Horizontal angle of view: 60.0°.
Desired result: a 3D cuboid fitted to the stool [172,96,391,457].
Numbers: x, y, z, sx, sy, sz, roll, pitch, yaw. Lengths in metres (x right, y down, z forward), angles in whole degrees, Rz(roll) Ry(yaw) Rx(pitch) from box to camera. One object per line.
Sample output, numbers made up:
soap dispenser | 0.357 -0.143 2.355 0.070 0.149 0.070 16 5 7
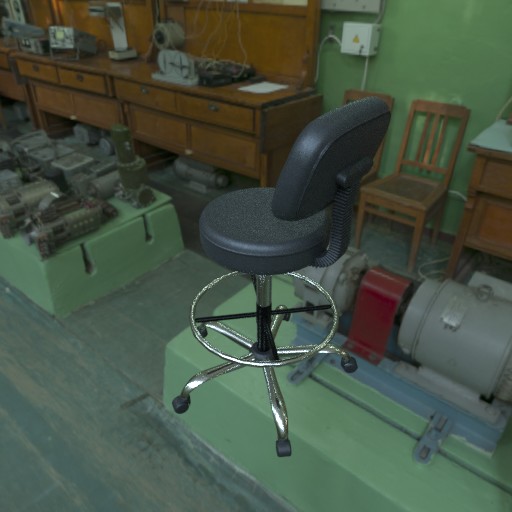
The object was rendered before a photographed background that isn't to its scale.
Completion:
stool | 0.000 0.000 1.467 0.658 1.069 0.694 23 39 31
